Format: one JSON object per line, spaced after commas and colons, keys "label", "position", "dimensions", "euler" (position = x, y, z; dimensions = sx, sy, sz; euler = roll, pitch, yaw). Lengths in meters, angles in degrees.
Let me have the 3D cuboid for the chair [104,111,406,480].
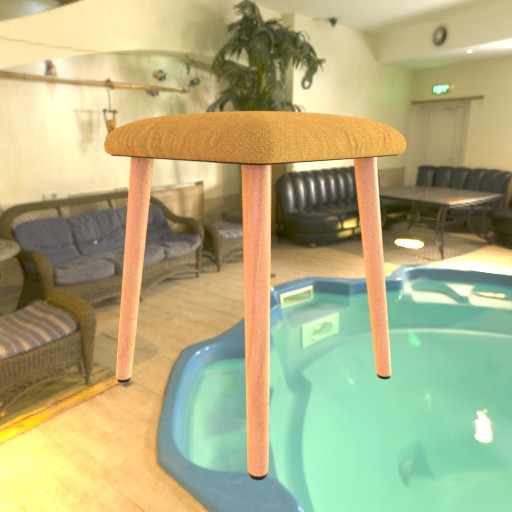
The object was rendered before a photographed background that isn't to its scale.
{"label": "chair", "position": [0.000, 0.000, 0.714], "dimensions": [0.350, 0.440, 0.350], "euler": [14, 21, 42]}
